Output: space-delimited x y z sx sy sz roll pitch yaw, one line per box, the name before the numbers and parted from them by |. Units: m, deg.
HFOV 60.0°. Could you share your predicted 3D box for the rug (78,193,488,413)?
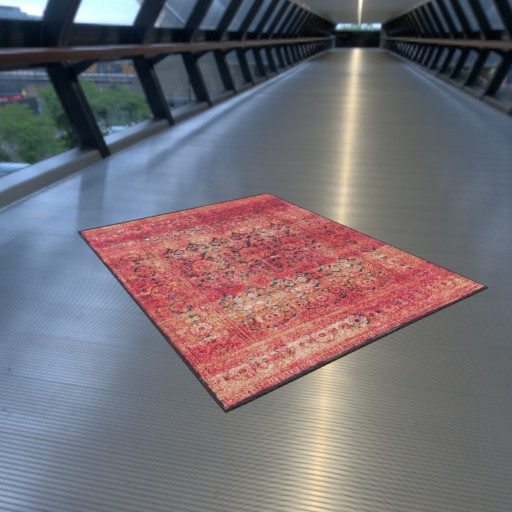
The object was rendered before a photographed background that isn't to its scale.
rug | 0.000 0.000 4.043 2.411 0.020 3.032 -16 29 -30
